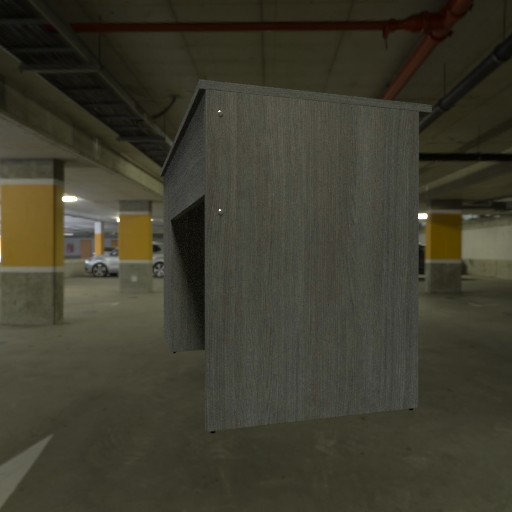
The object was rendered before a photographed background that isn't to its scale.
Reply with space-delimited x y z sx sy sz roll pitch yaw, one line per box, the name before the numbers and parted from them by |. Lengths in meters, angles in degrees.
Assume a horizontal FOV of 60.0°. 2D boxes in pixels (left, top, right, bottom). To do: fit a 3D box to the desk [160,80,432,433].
desk | 0.000 0.000 1.512 0.560 0.730 1.096 0 0 -16
